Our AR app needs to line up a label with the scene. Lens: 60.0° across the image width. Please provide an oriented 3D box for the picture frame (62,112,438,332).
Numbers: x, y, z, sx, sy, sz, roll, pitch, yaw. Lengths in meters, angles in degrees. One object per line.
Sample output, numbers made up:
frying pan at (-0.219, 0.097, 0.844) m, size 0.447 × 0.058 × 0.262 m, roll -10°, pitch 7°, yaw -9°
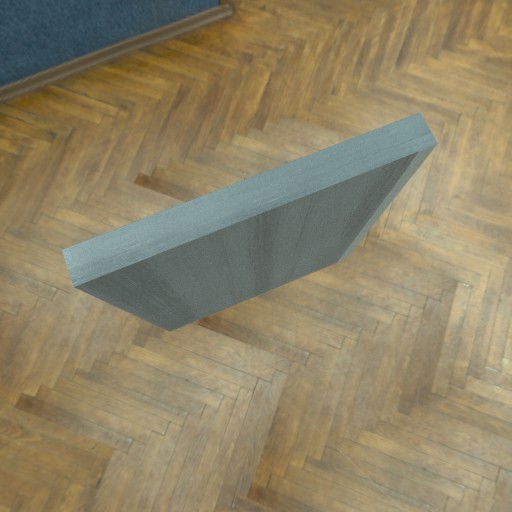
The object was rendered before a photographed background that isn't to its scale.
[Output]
picture frame at (0.000, 0.000, 0.778) m, size 0.449 × 0.555 × 0.046 m, roll -22°, pitch 76°, yaw -6°
